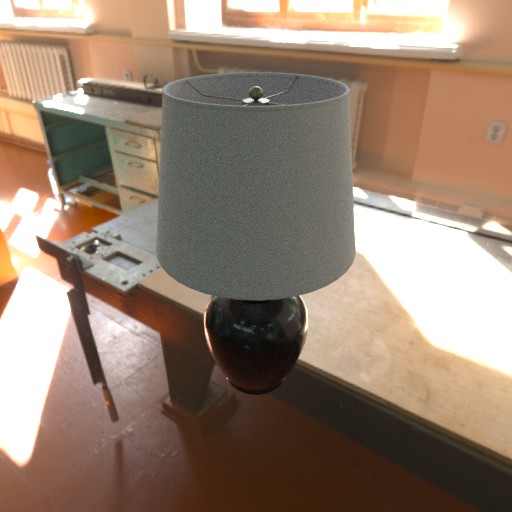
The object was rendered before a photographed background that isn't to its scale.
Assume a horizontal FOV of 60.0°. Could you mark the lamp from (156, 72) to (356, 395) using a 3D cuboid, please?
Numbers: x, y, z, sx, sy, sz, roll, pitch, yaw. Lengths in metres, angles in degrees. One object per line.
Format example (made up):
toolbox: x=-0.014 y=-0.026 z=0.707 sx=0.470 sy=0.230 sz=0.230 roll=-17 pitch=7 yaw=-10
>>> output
lamp: x=0.000 y=0.000 z=0.551 sx=0.239 sy=0.399 sz=0.239 roll=0 pitch=31 yaw=0
